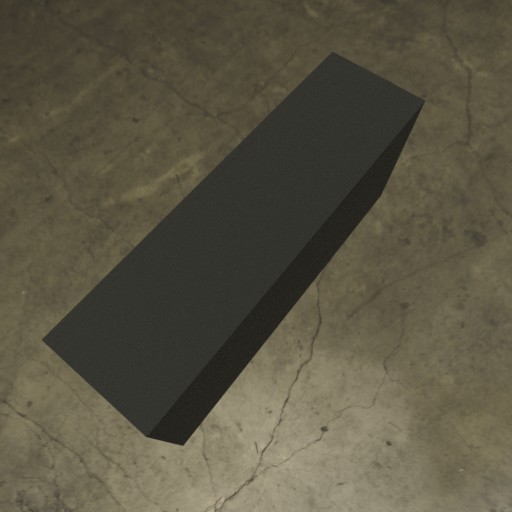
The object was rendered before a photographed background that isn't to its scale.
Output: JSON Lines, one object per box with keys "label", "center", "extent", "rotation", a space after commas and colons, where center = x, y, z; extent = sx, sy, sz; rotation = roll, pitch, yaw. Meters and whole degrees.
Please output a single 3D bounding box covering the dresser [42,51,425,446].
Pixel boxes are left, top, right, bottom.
{"label": "dresser", "center": [0.000, 0.000, 1.933], "extent": [0.463, 0.872, 1.558], "rotation": [36, 70, 15]}
